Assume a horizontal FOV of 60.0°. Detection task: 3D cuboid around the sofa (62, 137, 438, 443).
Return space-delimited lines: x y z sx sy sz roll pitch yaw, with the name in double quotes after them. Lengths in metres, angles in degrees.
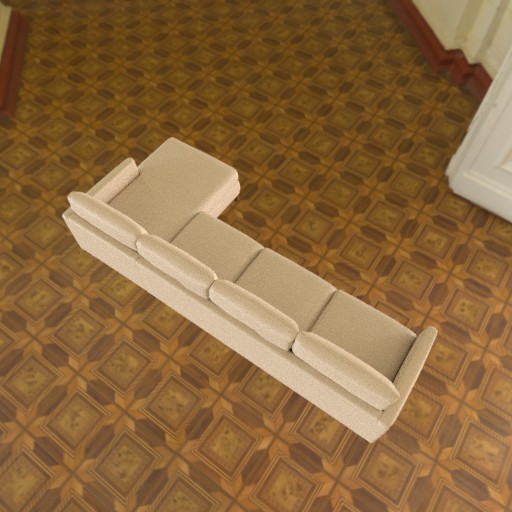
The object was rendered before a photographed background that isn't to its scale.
0.000 0.000 3.322 2.731 0.755 1.258 30 62 18 "sofa"
